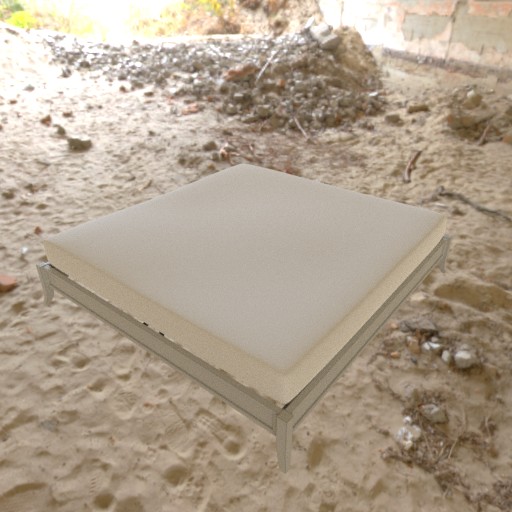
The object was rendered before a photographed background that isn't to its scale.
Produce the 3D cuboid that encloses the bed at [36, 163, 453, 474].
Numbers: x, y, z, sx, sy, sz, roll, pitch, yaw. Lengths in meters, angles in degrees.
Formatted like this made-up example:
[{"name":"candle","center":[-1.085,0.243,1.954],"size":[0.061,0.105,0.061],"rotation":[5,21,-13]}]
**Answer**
[{"name":"bed","center":[0.000,0.000,3.053],"size":[2.007,0.510,2.108],"rotation":[22,37,33]}]
